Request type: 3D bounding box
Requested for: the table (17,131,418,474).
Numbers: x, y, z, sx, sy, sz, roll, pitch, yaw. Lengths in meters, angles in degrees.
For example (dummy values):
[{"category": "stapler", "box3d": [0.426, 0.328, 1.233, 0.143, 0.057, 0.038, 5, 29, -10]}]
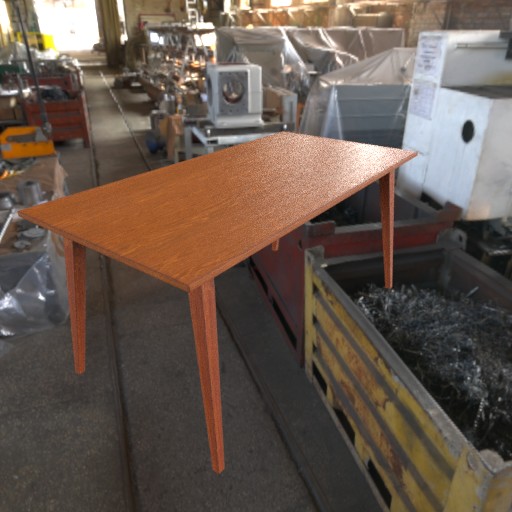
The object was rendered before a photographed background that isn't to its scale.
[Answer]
[{"category": "table", "box3d": [0.000, 0.000, 2.023, 0.811, 0.755, 1.609, 19, 33, 32]}]
